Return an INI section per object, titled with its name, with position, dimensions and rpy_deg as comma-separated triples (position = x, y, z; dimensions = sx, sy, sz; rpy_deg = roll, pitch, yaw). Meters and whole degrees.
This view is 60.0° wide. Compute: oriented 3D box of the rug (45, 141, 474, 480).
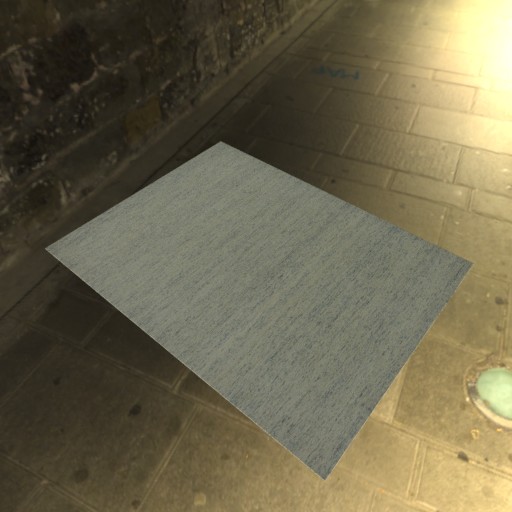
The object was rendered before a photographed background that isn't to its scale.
[rug]
position = 0.000, 0.000, 4.153
dimensions = 3.197, 0.006, 2.438
rpy_deg = 31, 54, 26
